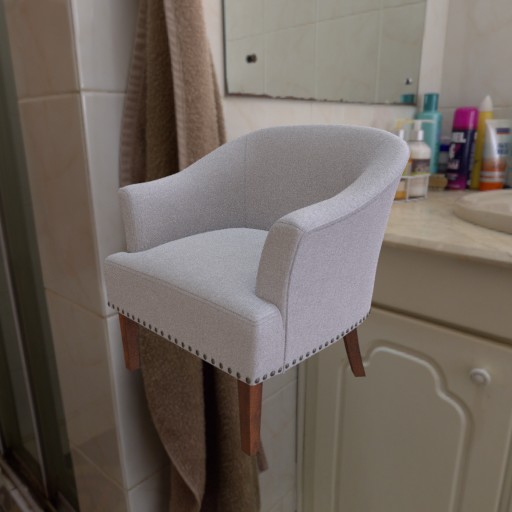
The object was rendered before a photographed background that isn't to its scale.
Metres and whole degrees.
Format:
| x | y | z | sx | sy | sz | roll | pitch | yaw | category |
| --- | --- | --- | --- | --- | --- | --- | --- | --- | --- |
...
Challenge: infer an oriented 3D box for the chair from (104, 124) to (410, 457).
| x | y | z | sx | sy | sz | roll | pitch | yaw | category |
| --- | --- | --- | --- | --- | --- | --- | --- | --- | --- |
| 0.000 | 0.000 | 1.419 | 0.798 | 0.815 | 0.704 | 15 | 22 | 42 | chair |
